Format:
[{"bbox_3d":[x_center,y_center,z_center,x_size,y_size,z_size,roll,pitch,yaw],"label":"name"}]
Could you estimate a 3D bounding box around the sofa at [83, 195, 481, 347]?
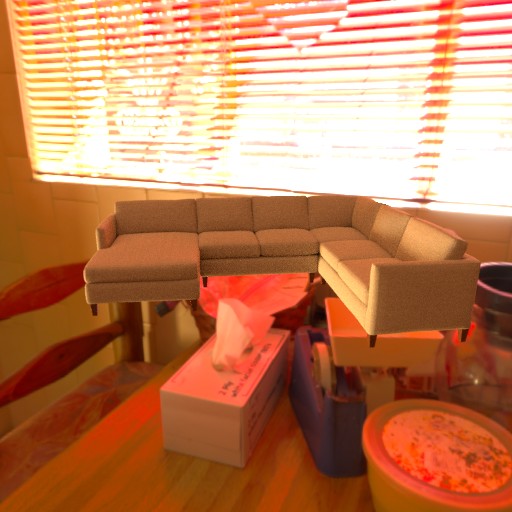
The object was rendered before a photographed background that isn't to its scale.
[{"bbox_3d":[0.000,0.000,4.715,3.460,0.961,2.594,-2,17,-7],"label":"sofa"}]
